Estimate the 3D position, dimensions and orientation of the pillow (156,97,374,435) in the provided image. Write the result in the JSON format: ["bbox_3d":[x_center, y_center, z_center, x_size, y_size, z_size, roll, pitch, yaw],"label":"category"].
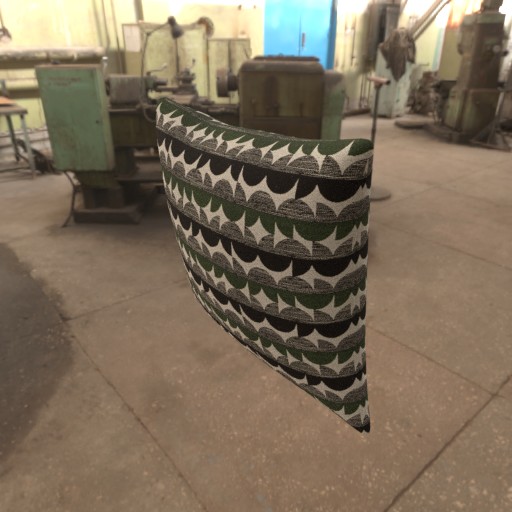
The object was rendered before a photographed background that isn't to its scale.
[{"bbox_3d":[0.000,0.000,0.643,0.180,0.404,0.419,-19,32,-33],"label":"pillow"}]
